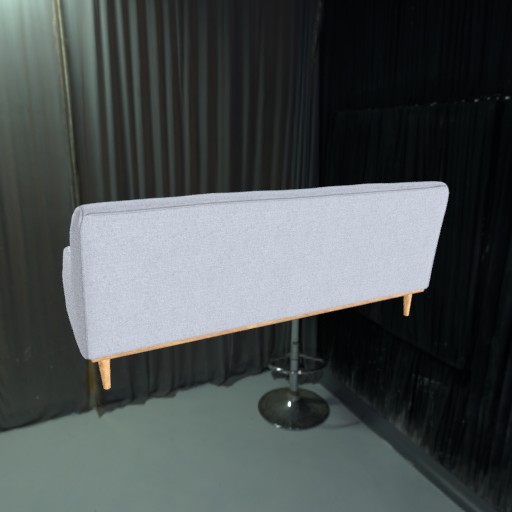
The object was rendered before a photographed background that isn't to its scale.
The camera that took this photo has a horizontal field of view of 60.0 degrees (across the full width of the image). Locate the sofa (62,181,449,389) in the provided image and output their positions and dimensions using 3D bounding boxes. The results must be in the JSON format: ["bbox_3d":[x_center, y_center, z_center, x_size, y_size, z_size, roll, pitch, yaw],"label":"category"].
[{"bbox_3d":[0.000,0.000,2.585,2.057,0.871,0.978,-8,17,-26],"label":"sofa"}]
